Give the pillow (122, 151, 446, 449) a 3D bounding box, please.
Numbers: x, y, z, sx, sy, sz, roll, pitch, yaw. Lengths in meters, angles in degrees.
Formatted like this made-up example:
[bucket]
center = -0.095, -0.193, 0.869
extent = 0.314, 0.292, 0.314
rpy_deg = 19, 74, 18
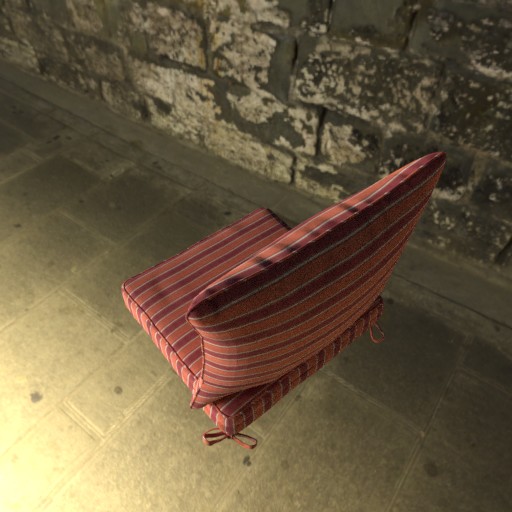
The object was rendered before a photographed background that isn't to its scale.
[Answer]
[pillow]
center = 0.000, 0.000, 1.363
extent = 0.799, 0.723, 0.733
rpy_deg = -31, 54, -26
